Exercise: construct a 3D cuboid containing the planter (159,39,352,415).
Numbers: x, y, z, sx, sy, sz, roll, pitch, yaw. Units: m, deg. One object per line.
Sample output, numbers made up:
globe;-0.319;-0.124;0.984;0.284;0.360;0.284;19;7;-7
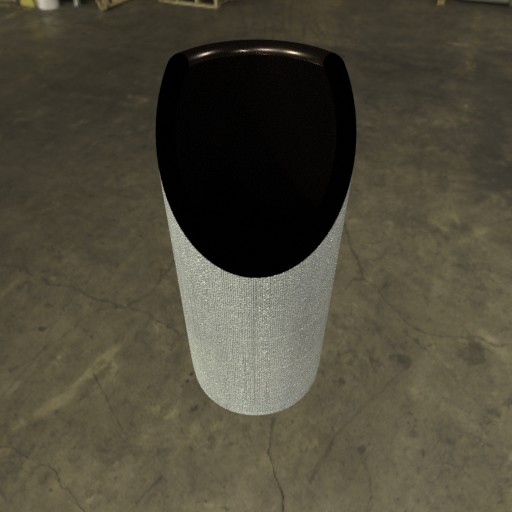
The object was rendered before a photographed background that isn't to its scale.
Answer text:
planter;0.000;0.000;0.126;0.045;0.103;0.045;15;45;15
